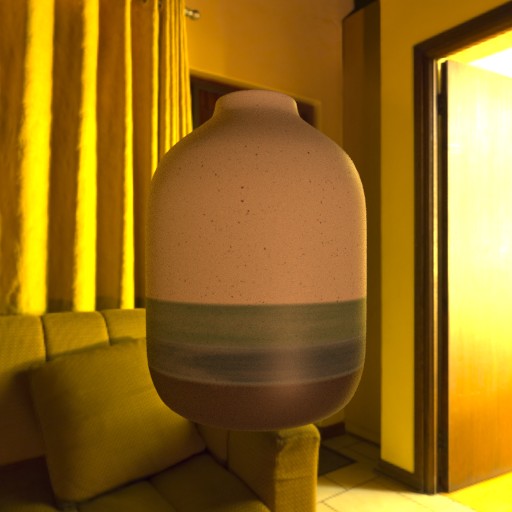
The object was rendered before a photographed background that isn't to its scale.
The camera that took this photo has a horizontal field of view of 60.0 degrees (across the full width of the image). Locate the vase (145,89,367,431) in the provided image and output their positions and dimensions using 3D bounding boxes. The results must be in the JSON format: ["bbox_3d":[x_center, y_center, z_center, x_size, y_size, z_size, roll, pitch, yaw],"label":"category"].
[{"bbox_3d":[0.000,0.000,0.350,0.169,0.240,0.169,0,0,0],"label":"vase"}]
